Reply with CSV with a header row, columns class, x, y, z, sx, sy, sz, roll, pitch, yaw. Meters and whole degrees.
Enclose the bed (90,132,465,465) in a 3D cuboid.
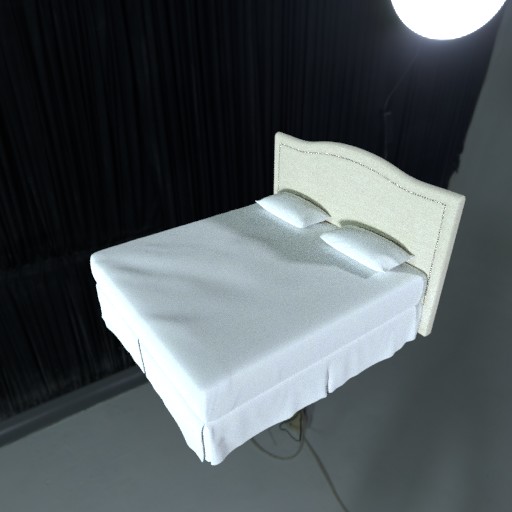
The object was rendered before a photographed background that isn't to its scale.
class,x,y,z,sx,sy,sz,roll,pitch,yaw
bed,0.000,0.000,3.602,2.182,1.421,2.083,-21,36,-31
